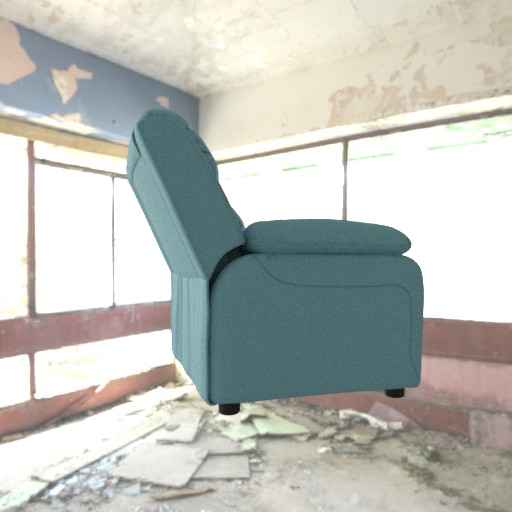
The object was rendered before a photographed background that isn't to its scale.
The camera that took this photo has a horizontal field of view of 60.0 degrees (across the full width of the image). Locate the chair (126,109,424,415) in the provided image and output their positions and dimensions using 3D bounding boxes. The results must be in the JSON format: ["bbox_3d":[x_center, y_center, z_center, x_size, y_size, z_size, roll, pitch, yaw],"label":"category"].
[{"bbox_3d":[0.000,0.000,1.270,0.709,0.702,0.680,0,-1,-18],"label":"chair"}]
